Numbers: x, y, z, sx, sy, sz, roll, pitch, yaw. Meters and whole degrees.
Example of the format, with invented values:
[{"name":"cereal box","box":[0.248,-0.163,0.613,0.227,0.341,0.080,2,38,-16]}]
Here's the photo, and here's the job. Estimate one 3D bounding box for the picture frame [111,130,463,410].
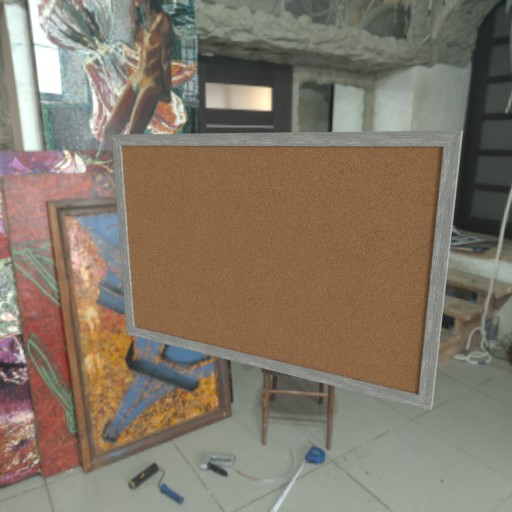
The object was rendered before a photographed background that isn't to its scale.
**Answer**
[{"name":"picture frame","box":[0.000,0.000,1.197,0.950,0.640,0.029,7,16,26]}]
